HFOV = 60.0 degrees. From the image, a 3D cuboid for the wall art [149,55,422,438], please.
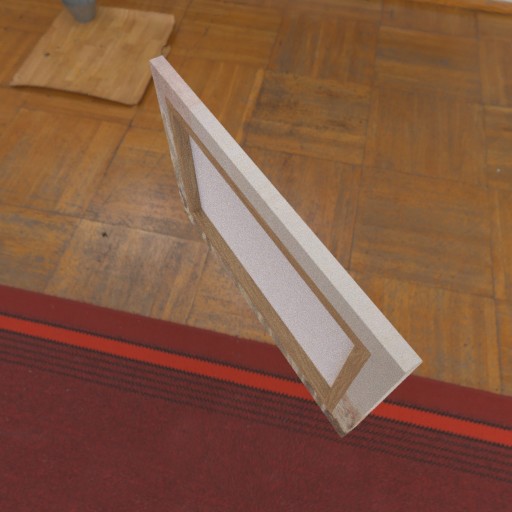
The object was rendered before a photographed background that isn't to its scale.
[{"bbox_3d":[0.000,0.000,1.149,0.040,0.608,0.916,-29,63,-16],"label":"wall art"}]
